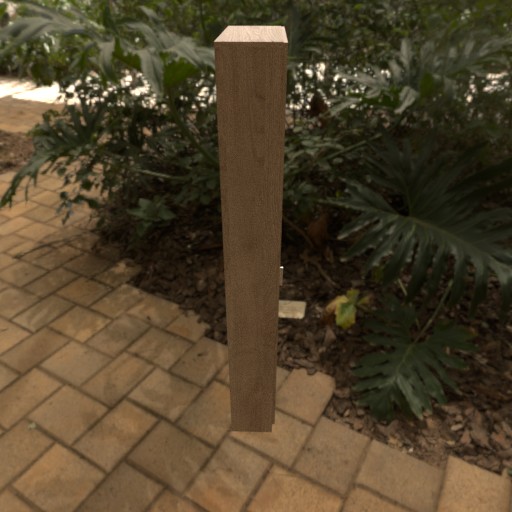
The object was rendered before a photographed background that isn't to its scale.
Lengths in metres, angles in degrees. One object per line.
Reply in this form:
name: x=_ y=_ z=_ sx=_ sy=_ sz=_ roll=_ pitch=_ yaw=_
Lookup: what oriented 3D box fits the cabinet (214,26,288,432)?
cabinet: x=0.000 y=0.000 z=1.981 sx=0.230 sy=1.790 sz=0.500 roll=1 pitch=32 yaw=2
